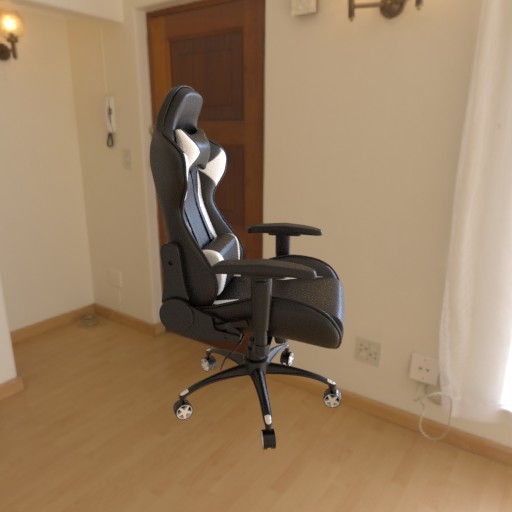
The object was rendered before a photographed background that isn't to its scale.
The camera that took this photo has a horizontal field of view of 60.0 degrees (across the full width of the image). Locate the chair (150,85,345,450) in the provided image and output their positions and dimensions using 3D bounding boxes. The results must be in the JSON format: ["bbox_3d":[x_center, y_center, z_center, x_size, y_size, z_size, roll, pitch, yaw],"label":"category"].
[{"bbox_3d":[0.000,0.000,1.772,0.695,1.285,0.730,3,16,10],"label":"chair"}]
